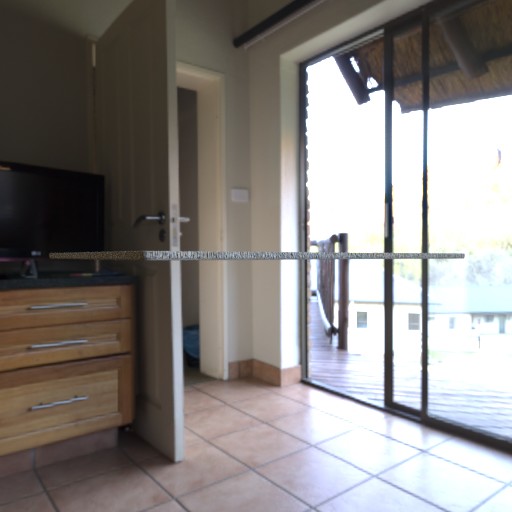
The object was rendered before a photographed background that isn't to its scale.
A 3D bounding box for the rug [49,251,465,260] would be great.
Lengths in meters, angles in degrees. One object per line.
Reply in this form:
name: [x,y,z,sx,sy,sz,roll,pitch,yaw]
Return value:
rug: [0.000,0.000,2.113,1.600,0.025,1.199,0,0,-36]
